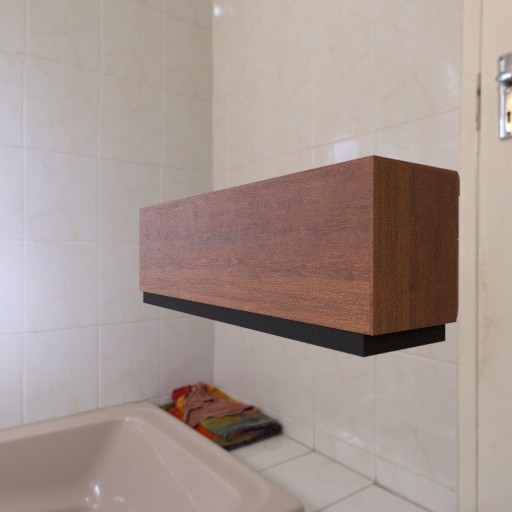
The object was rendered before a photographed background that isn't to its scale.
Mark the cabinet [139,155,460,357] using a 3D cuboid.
[{"bbox_3d":[0.000,0.000,1.873,0.419,0.510,1.600,0,0,-35],"label":"cabinet"}]
